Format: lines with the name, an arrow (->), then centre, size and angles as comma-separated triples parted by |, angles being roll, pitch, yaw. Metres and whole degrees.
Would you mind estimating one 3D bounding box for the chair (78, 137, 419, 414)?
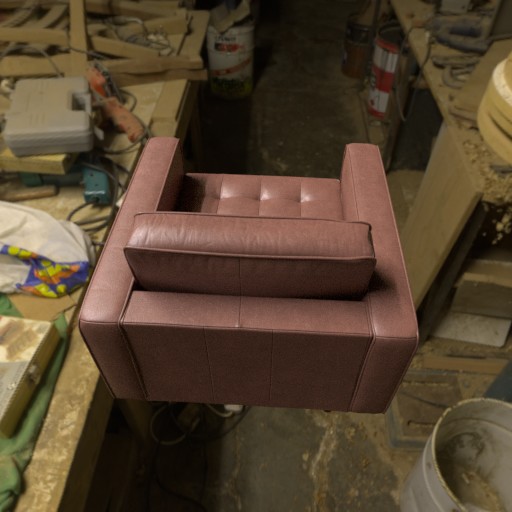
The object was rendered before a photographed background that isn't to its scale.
chair -> 0.000, 0.000, 1.547 | 0.920, 0.770, 0.900 | 3, 47, 2
